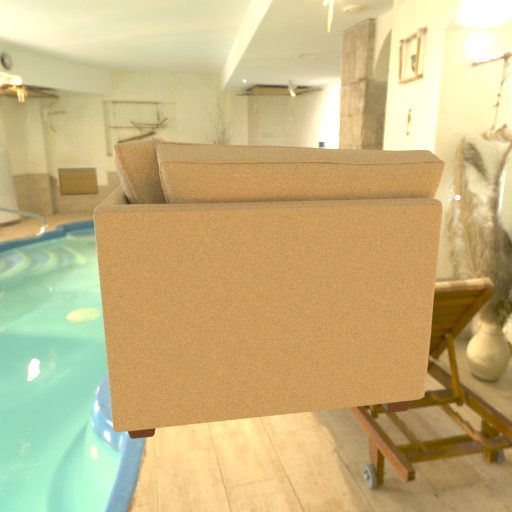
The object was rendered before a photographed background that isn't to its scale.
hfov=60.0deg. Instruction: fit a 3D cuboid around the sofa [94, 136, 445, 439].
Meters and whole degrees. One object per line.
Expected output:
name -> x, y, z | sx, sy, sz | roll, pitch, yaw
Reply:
sofa -> 0.000, 0.000, 1.816 | 1.050, 0.937, 1.042 | -2, 14, -9
